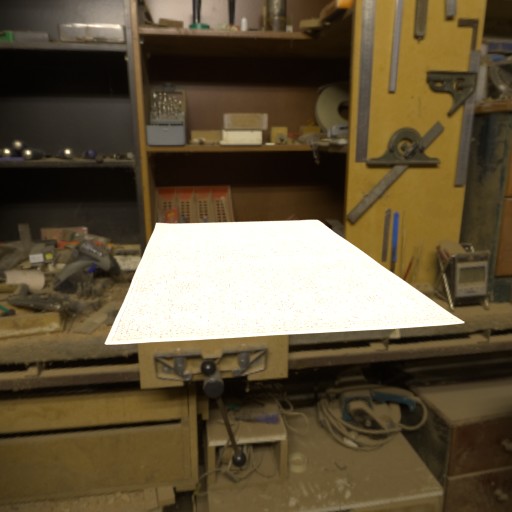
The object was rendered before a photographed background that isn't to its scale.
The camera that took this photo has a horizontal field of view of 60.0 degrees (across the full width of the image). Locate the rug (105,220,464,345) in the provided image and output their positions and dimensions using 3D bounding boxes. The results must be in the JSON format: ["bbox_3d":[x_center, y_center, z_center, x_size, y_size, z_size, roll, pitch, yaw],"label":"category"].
[{"bbox_3d":[0.000,0.000,2.986,1.518,0.023,2.434,-2,15,-7],"label":"rug"}]
